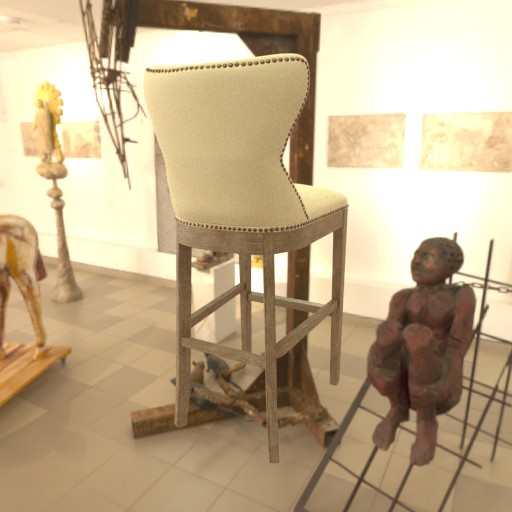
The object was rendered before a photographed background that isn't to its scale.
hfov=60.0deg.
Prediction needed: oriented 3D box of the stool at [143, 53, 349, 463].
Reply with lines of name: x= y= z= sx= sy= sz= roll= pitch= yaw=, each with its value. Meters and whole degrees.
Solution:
stool: x=0.000 y=0.000 z=1.442 sx=0.494 sy=1.123 sz=0.606 roll=8 pitch=17 yaw=27
